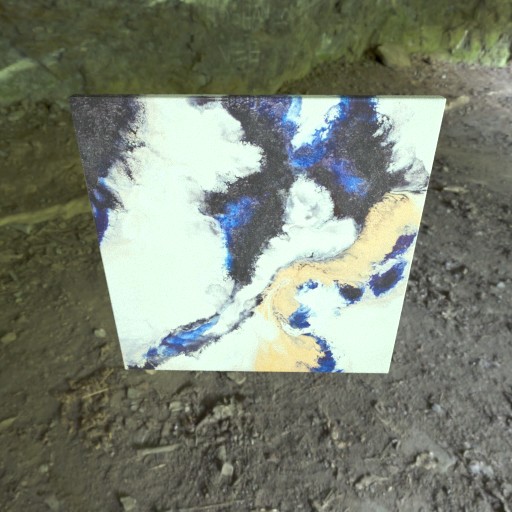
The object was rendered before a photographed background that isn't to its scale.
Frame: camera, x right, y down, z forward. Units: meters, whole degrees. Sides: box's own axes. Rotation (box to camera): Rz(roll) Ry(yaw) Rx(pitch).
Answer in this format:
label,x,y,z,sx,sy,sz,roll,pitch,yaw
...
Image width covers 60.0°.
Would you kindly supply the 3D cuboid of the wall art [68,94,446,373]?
label,x,y,z,sx,sy,sz,roll,pitch,yaw
wall art,0.000,0.000,1.280,0.887,0.885,0.038,1,31,1
